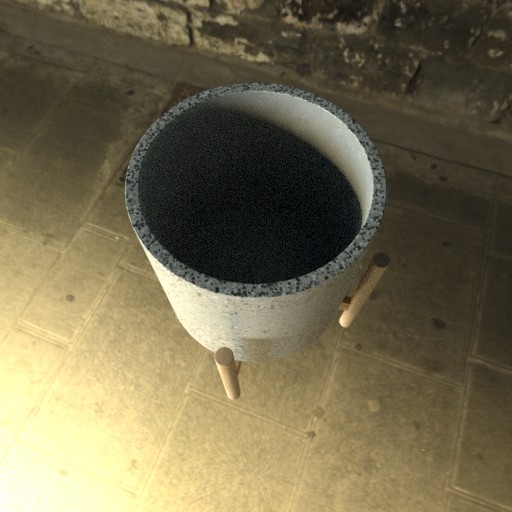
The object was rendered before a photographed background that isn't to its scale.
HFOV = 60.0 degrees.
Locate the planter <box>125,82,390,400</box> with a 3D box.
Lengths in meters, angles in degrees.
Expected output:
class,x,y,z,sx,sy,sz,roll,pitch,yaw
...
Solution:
class,x,y,z,sx,sy,sz,roll,pitch,yaw
planter,0.000,0.000,0.704,0.360,0.419,0.360,33,68,15
